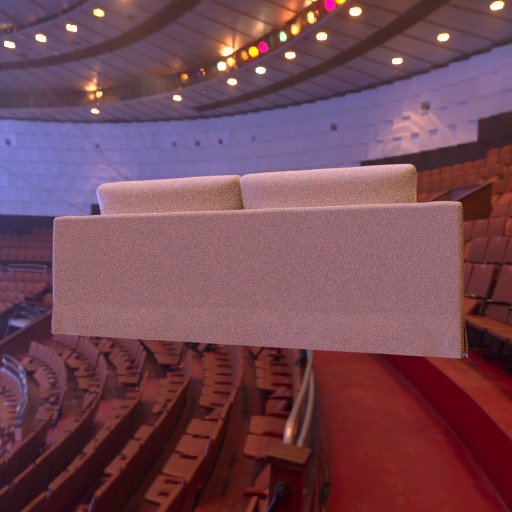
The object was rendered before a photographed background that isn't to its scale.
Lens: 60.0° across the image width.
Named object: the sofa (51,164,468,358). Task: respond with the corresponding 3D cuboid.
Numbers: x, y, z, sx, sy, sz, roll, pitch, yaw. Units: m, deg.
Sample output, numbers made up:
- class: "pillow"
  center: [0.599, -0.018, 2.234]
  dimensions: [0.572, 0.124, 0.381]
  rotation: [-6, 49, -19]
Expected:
- class: "sofa"
  center: [0.000, 0.000, 2.630]
  dimensions: [2.163, 0.881, 0.954]
  rotation: [0, -1, 18]
